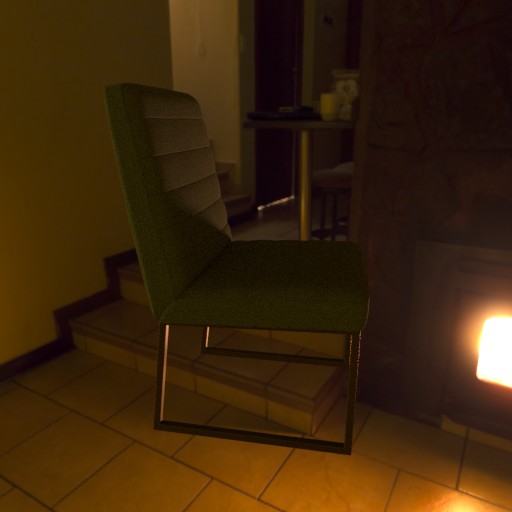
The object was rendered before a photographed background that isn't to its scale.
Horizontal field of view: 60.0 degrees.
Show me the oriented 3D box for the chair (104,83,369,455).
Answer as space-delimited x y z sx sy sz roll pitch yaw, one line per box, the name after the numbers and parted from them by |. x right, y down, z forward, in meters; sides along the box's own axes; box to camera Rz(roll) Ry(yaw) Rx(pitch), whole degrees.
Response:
0.000 0.000 1.305 0.634 0.930 0.520 3 17 10 | chair
